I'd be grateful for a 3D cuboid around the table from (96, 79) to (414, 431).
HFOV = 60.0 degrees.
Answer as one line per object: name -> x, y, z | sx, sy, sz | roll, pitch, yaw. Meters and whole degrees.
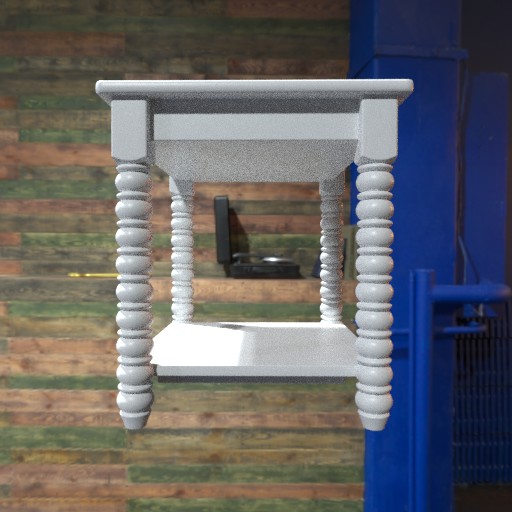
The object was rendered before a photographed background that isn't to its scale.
table -> 0.000, 0.000, 0.962 | 0.500, 0.563, 0.533 | 0, 1, 1
